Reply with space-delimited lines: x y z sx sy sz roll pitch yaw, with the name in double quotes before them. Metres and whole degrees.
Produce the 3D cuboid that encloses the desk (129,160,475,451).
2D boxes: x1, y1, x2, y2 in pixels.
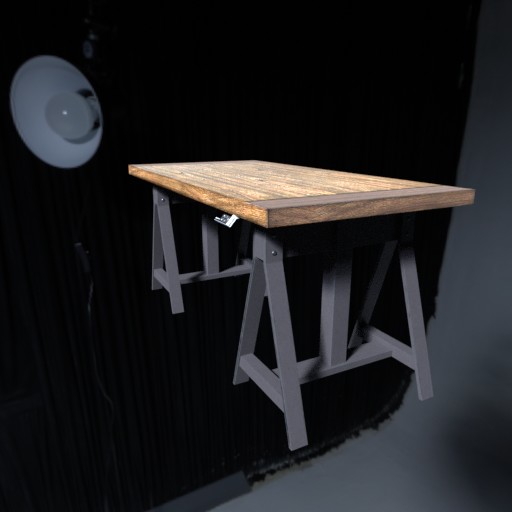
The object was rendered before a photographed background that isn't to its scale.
"desk" 0.000 0.000 1.990 0.784 0.725 1.543 -8 18 -27
